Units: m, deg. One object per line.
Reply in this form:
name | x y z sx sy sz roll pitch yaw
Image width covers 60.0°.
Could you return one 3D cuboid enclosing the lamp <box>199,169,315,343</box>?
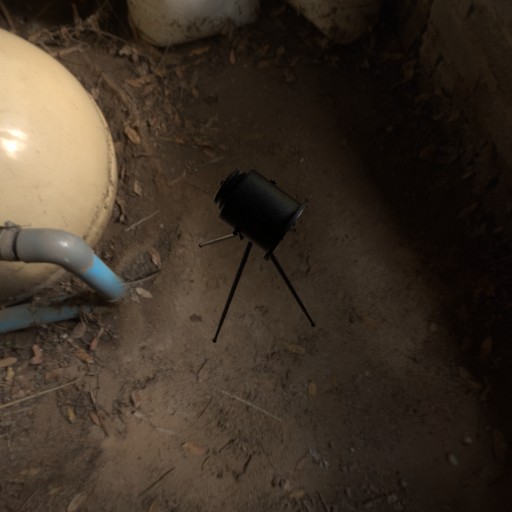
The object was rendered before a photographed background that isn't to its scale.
lamp | 0.000 0.000 2.040 0.884 1.504 0.879 35 79 8
